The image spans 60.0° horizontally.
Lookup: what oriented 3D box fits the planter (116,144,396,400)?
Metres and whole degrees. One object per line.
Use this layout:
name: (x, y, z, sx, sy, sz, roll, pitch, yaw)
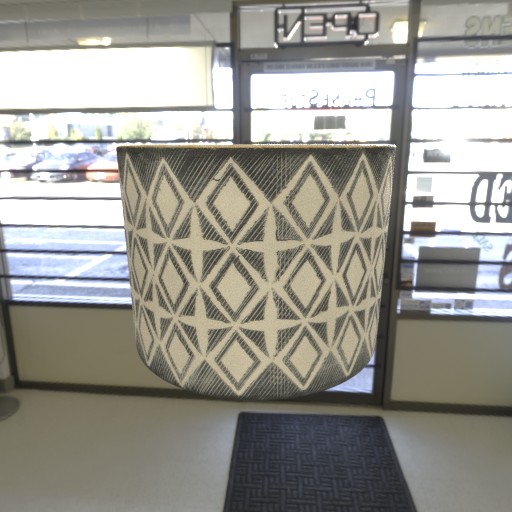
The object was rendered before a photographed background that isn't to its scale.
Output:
planter: (0.000, 0.000, 0.338, 0.192, 0.165, 0.192, 0, 14, 0)
